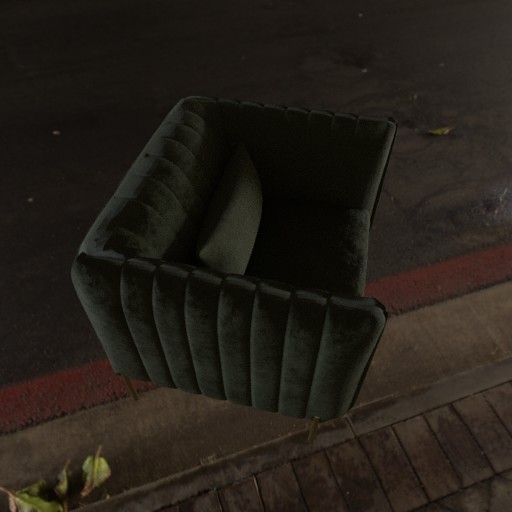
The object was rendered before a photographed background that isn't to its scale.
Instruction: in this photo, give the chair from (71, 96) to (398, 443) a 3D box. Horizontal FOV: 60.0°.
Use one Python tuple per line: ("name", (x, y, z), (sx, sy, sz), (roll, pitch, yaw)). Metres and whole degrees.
("chair", (0.000, 0.000, 1.691), (0.877, 0.794, 1.032), (10, 49, 9))
